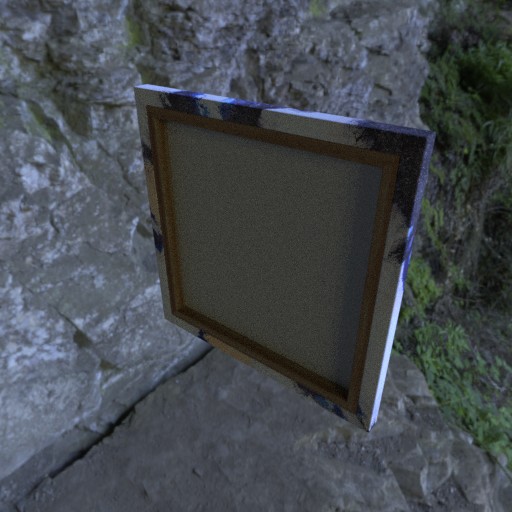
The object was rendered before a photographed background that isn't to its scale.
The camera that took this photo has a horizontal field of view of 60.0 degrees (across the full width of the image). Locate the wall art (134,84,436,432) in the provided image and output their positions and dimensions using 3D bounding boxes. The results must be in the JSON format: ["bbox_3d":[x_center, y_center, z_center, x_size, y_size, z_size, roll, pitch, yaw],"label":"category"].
[{"bbox_3d":[0.000,0.000,0.921,0.609,0.609,0.039,21,37,31],"label":"wall art"}]
